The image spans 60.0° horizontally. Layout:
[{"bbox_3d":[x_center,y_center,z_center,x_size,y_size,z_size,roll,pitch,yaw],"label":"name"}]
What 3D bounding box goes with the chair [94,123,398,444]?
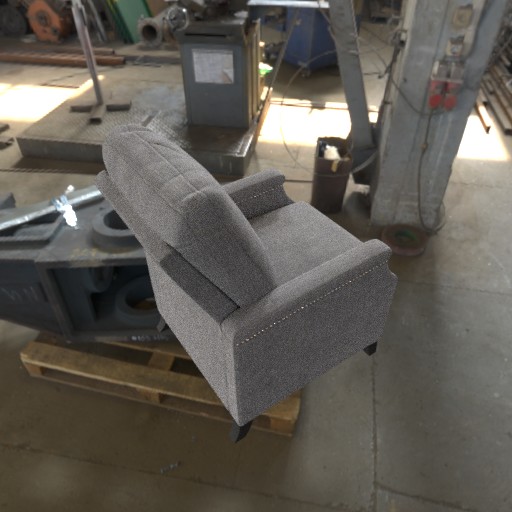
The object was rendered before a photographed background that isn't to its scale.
[{"bbox_3d":[0.000,0.000,1.682,0.922,1.049,0.710,-24,46,-26],"label":"chair"}]
